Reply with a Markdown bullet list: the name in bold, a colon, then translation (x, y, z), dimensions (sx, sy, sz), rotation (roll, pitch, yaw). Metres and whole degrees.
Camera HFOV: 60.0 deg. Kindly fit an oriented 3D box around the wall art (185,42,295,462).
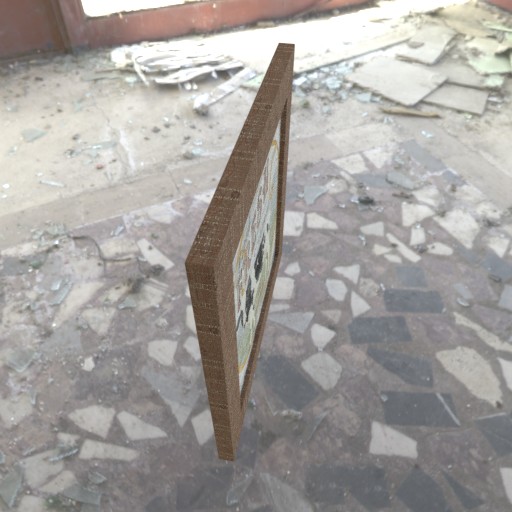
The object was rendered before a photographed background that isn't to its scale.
- **wall art**: translation (0.000, 0.000, 0.789), dimensions (0.029, 0.531, 0.531), rotation (9, 48, 8)
